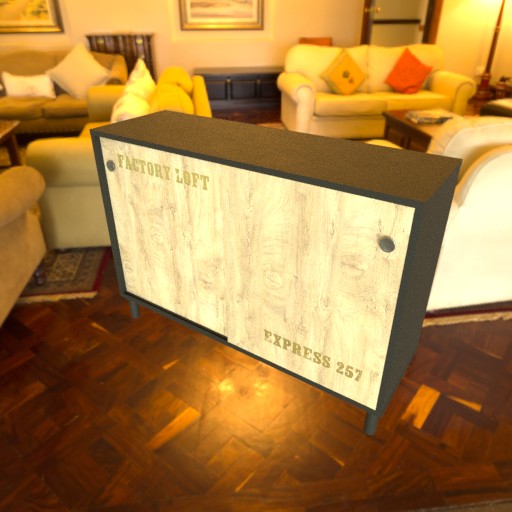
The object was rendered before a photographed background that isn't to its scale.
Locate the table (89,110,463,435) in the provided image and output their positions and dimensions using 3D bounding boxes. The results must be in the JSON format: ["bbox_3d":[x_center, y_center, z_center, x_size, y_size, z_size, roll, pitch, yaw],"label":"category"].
[{"bbox_3d":[0.000,0.000,1.666,1.200,0.855,0.400,19,35,29],"label":"table"}]
